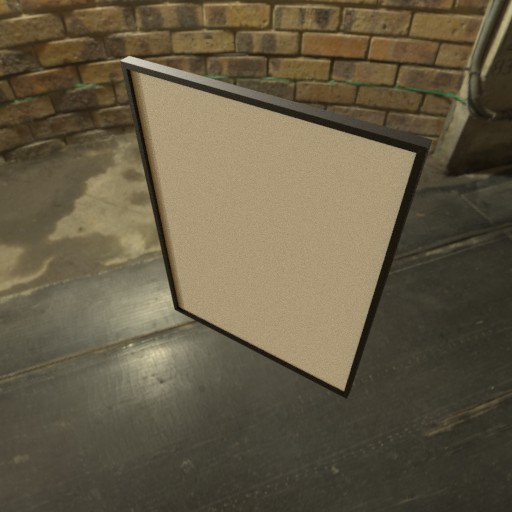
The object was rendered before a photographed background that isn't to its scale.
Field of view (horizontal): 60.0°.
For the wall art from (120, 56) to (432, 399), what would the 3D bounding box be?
[{"bbox_3d":[0.000,0.000,1.406,0.802,1.070,0.036,23,50,21],"label":"wall art"}]
